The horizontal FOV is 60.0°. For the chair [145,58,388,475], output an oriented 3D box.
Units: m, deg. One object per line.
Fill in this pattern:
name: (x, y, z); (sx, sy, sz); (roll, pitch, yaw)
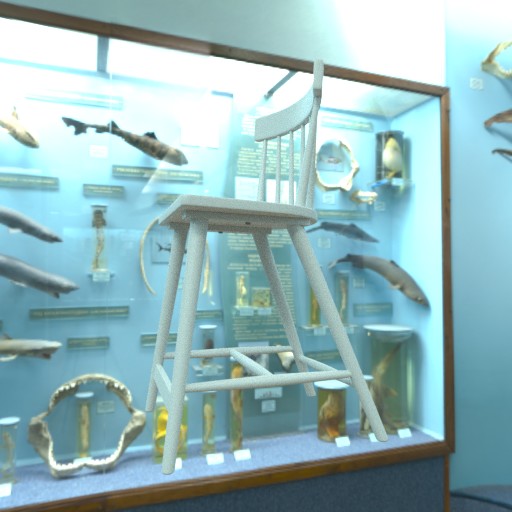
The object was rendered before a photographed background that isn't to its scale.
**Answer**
chair: (0.000, 0.000, 1.259); (0.572, 0.952, 0.483); (1, -2, -18)
